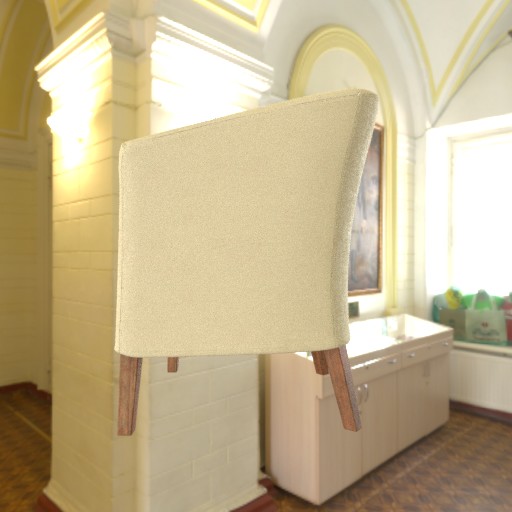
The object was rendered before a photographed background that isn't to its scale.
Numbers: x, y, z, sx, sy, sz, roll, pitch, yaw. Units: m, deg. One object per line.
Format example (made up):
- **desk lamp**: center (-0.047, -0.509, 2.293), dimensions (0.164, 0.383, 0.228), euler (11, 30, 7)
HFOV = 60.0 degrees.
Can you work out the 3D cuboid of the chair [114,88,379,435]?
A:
- **chair**: center (0.000, 0.000, 1.304), dimensions (0.657, 0.822, 0.643), euler (0, 0, 0)
